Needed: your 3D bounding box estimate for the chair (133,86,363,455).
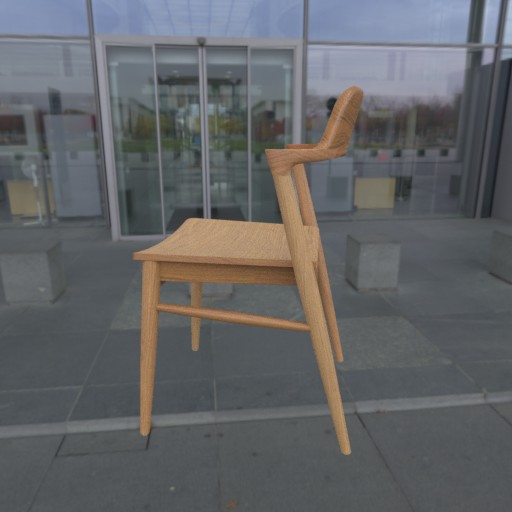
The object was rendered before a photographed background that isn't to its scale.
[{"bbox_3d":[0.000,0.000,1.141,0.499,0.792,0.512,2,16,8],"label":"chair"}]
